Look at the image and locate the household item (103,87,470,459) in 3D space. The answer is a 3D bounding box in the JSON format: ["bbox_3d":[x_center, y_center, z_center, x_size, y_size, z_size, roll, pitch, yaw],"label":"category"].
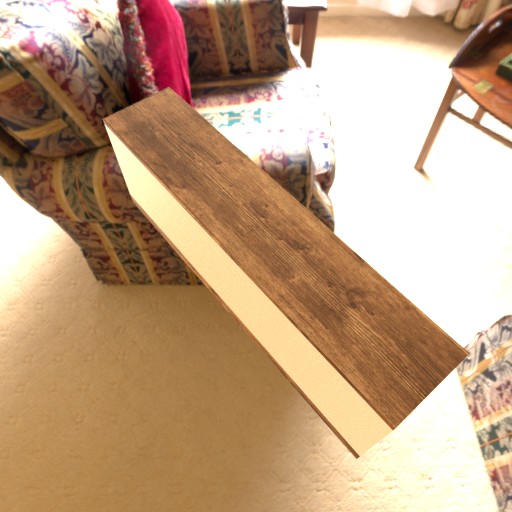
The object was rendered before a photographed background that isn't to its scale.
[{"bbox_3d":[0.000,0.000,2.044,0.390,0.615,1.800,-35,64,-20],"label":"household item"}]
